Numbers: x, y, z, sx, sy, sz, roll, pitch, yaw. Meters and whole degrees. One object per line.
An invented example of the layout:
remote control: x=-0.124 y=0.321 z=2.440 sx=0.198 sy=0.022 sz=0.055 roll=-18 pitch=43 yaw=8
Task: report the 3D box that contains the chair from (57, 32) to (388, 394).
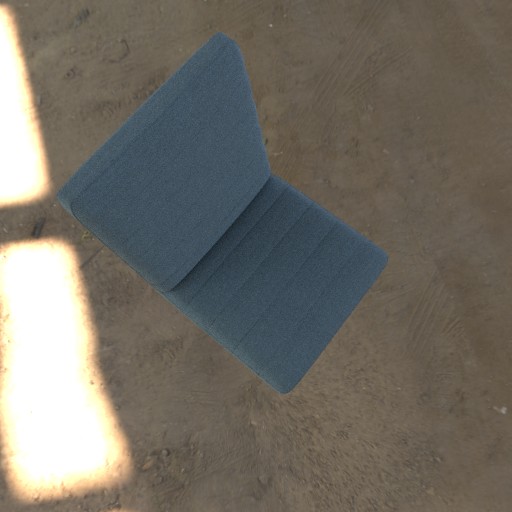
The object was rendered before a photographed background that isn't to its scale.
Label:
chair: x=0.000 y=0.000 z=1.297 sx=0.634 sy=0.930 sz=0.520 roll=38 pitch=78 yaw=10
